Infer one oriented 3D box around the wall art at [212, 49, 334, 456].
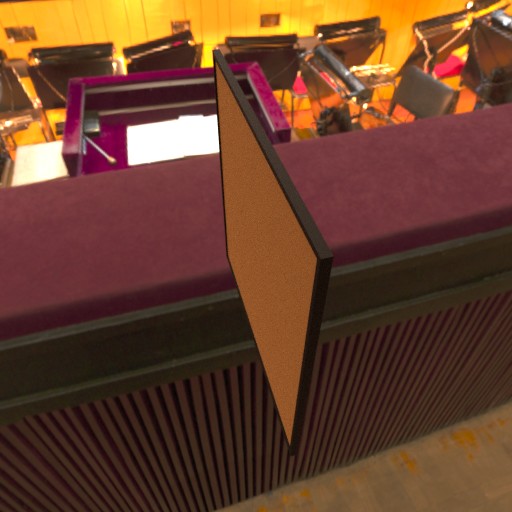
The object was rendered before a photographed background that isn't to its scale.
[{"bbox_3d":[0.000,0.000,0.694,0.013,0.457,0.458,-11,47,-11],"label":"wall art"}]
